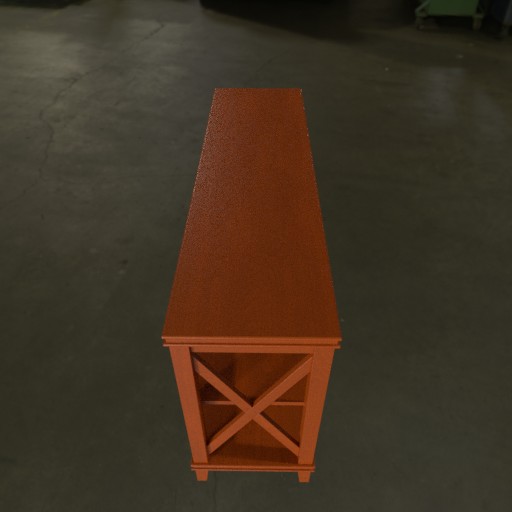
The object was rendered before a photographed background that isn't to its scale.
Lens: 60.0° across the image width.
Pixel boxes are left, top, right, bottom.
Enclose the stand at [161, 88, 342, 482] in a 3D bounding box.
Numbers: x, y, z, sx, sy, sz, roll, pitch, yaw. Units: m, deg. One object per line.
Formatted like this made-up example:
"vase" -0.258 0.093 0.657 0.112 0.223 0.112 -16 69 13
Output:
"stand" 0.000 0.000 1.696 0.381 0.762 1.372 1 42 1
